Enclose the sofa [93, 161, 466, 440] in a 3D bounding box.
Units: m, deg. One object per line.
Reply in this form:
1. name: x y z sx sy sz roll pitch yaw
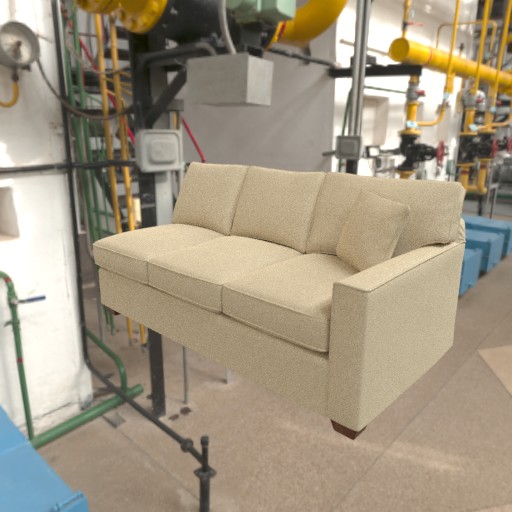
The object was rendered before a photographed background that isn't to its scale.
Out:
1. sofa: 0.000 0.000 2.544 1.963 0.946 1.034 14 21 41
